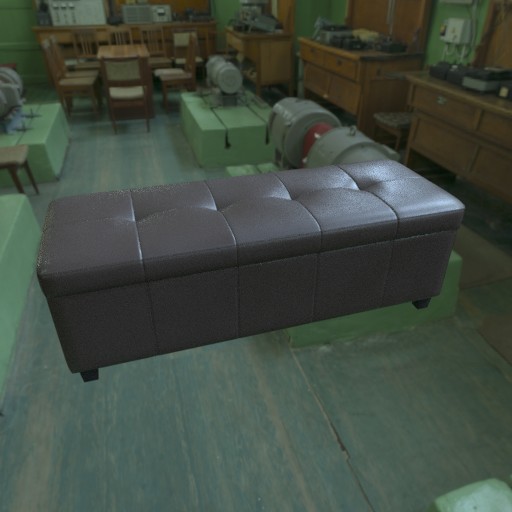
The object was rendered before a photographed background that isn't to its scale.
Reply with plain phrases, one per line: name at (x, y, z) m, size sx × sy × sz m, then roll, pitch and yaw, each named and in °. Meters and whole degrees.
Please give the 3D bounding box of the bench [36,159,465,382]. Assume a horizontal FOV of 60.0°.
bench at (0.000, 0.000, 1.455) m, size 1.219 × 0.417 × 0.450 m, roll -9°, pitch 33°, yaw -15°
